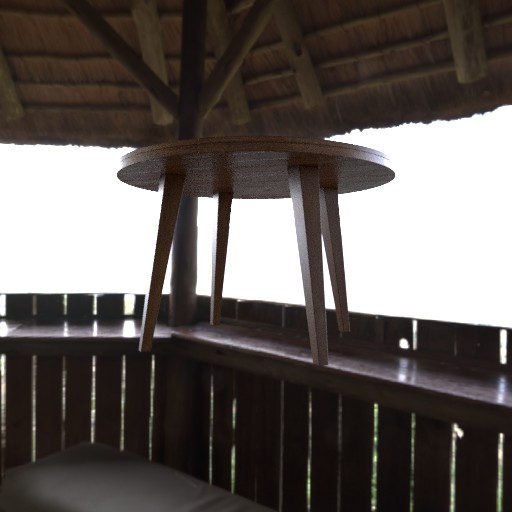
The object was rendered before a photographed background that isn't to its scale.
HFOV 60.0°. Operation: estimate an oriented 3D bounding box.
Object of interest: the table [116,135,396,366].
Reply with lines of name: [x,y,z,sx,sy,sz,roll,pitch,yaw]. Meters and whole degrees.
table: [0.000,0.000,2.013,1.213,0.764,1.213,0,0,0]
